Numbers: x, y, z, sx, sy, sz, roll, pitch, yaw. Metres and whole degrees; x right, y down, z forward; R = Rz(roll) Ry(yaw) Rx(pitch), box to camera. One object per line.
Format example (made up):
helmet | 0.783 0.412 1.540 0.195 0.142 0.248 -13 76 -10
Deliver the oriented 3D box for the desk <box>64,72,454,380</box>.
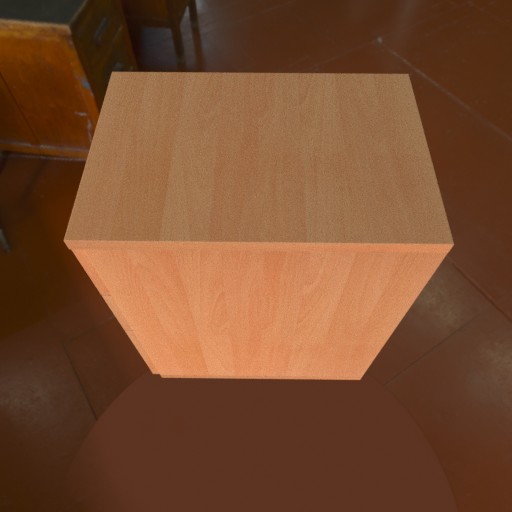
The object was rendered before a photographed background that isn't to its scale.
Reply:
desk | 0.000 0.000 1.083 0.600 0.730 0.404 1 58 0
